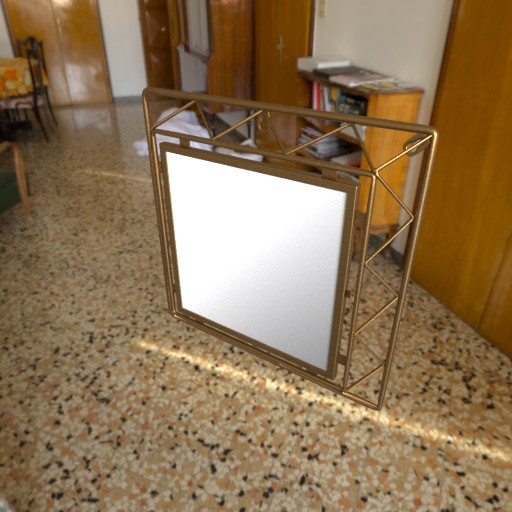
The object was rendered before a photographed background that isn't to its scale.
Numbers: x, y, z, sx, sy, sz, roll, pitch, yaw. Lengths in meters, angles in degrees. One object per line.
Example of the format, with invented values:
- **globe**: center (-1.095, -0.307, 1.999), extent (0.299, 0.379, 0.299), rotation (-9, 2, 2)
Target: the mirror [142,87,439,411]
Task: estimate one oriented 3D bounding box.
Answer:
- **mirror**: center (0.000, 0.000, 0.629), extent (0.416, 0.414, 0.046), rotation (19, 35, 28)
